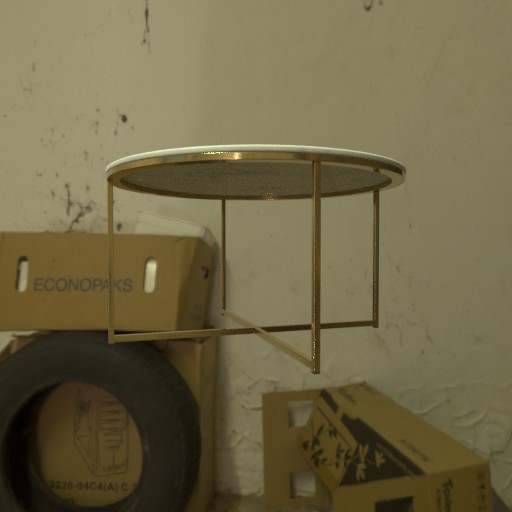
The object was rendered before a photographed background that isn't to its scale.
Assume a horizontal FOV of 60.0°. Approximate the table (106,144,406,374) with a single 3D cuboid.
[{"bbox_3d":[0.000,0.000,1.251,0.800,0.450,0.800,0,1,0],"label":"table"}]
